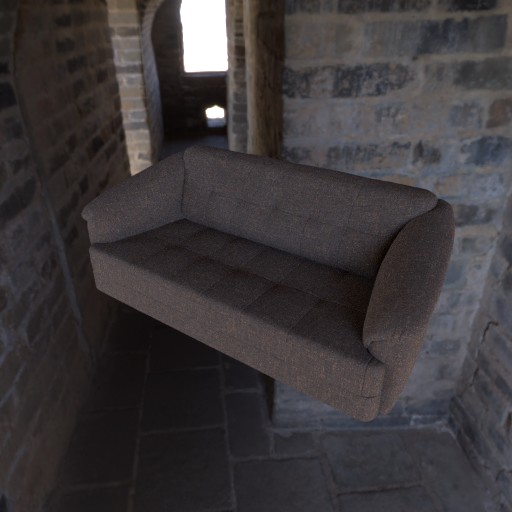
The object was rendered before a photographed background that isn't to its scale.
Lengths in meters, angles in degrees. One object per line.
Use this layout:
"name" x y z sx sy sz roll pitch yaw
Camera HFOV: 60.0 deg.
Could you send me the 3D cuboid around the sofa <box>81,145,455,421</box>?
"sofa" 0.000 0.000 2.265 1.849 0.790 0.887 19 34 31
